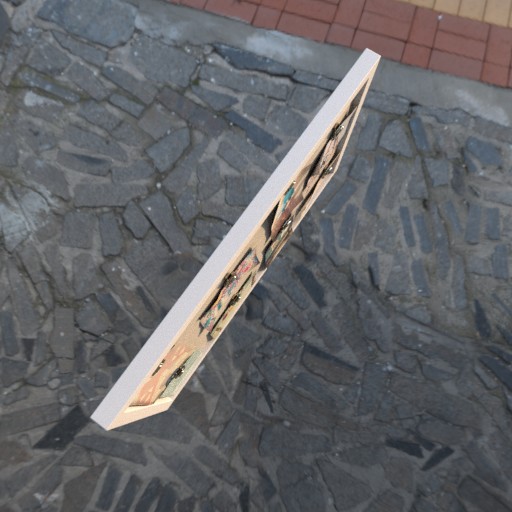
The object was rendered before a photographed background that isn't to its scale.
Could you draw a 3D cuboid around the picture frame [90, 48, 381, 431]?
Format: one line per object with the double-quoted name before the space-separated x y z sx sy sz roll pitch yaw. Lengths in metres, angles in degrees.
"picture frame" 0.000 0.000 0.783 0.044 0.379 0.647 34 77 9
